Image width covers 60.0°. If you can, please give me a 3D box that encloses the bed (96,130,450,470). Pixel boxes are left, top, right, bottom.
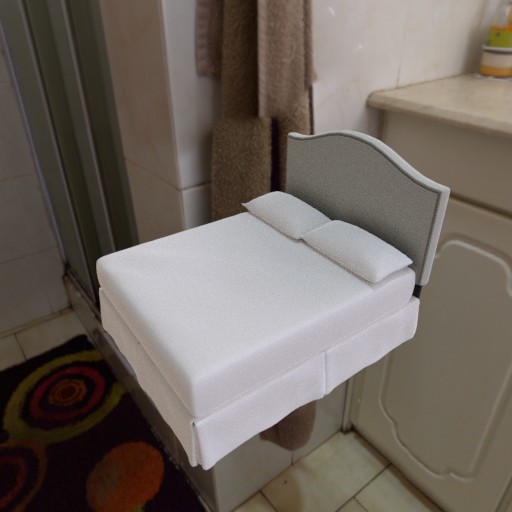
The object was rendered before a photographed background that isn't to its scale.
[{"bbox_3d":[0.000,0.000,3.508,2.180,1.607,1.813,-20,37,-30],"label":"bed"}]
